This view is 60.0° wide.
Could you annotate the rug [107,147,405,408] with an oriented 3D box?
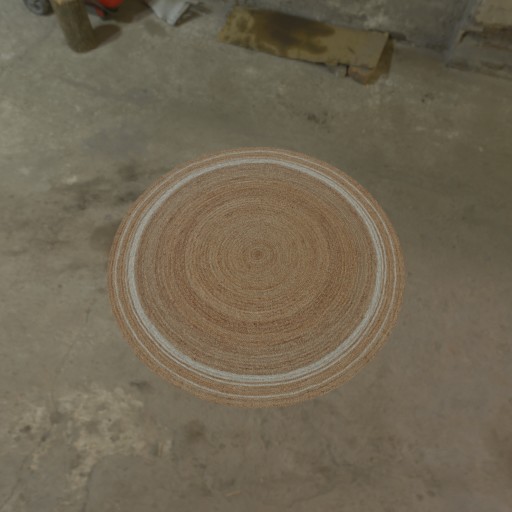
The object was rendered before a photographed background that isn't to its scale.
[{"bbox_3d":[0.000,0.000,3.695,2.444,0.015,2.444,0,60,0],"label":"rug"}]
